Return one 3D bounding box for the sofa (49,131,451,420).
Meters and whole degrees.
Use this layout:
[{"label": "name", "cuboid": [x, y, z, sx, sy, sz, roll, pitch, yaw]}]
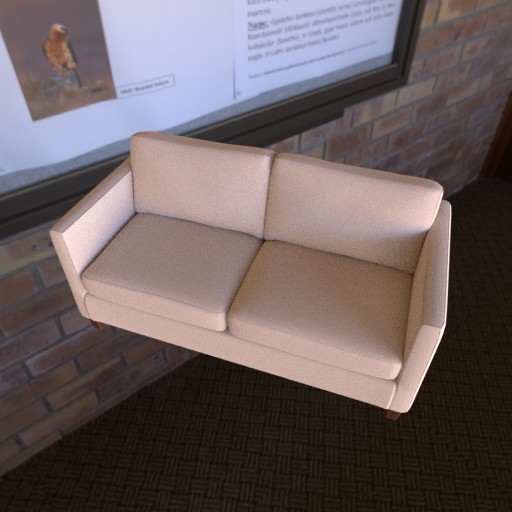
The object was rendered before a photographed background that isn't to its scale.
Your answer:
[{"label": "sofa", "cuboid": [0.000, 0.000, 2.223, 1.722, 0.888, 0.873, 13, 44, 14]}]
